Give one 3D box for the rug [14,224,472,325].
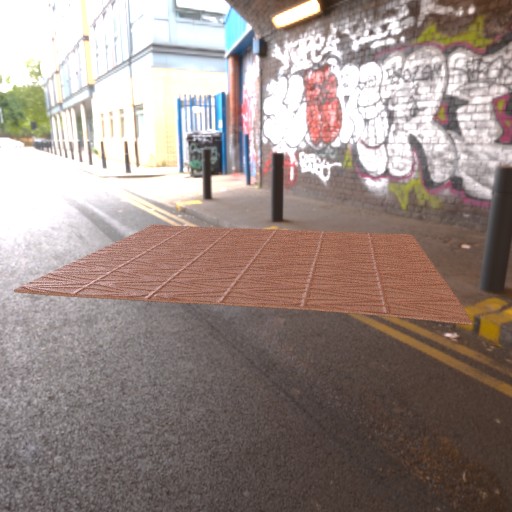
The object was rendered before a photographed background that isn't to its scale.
[{"bbox_3d":[0.000,0.000,4.011,3.052,0.043,2.453,3,15,10],"label":"rug"}]
